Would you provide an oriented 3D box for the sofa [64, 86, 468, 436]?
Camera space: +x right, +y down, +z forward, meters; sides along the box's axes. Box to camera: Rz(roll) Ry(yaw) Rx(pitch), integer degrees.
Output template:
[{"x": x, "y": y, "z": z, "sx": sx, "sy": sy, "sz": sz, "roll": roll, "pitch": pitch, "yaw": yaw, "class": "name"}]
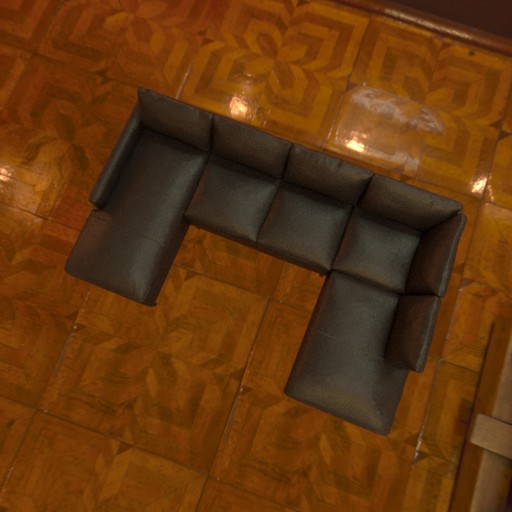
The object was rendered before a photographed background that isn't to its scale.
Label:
[{"x": 0.000, "y": 0.000, "z": 3.763, "sx": 2.956, "sy": 0.900, "sz": 1.939, "roll": 21, "pitch": 78, "yaw": 5, "class": "sofa"}]
